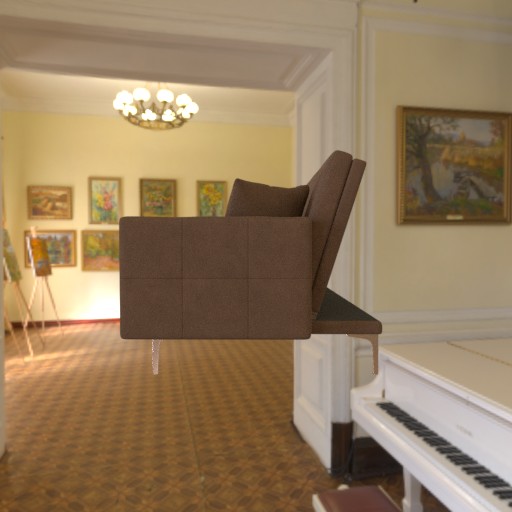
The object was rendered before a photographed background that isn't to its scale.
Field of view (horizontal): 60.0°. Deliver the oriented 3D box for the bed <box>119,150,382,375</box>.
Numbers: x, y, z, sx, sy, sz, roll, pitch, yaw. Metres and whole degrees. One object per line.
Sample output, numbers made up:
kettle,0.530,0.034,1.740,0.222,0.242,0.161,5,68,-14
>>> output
bed,0.000,0.000,2.384,0.889,0.787,1.905,0,2,0
